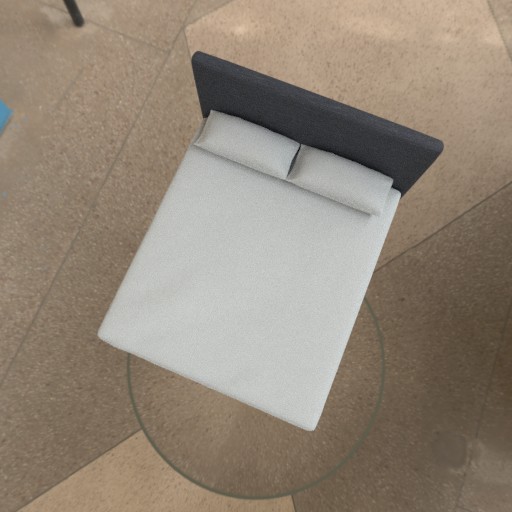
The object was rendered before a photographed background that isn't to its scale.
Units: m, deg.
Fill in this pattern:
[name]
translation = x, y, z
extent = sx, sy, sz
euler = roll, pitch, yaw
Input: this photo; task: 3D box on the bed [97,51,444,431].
[bed]
translation = 0.000, 0.000, 3.393
extent = 1.884, 1.330, 2.142
euler = 22, 78, 5
